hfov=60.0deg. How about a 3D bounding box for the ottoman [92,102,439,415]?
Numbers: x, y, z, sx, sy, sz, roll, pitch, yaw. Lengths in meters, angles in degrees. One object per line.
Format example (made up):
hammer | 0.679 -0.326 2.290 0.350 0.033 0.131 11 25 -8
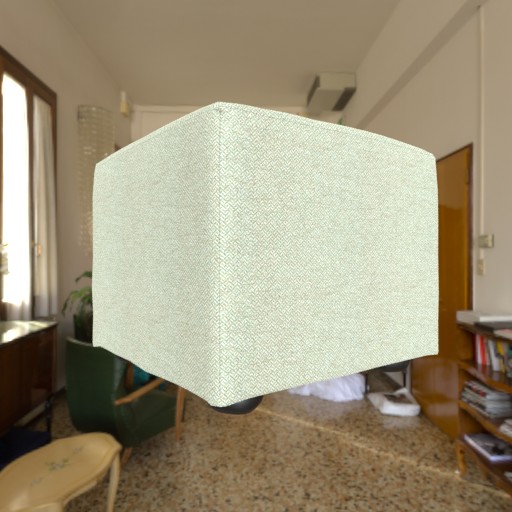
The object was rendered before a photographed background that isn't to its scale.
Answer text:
ottoman | 0.000 0.000 0.903 0.512 0.453 0.521 0 0 -37
